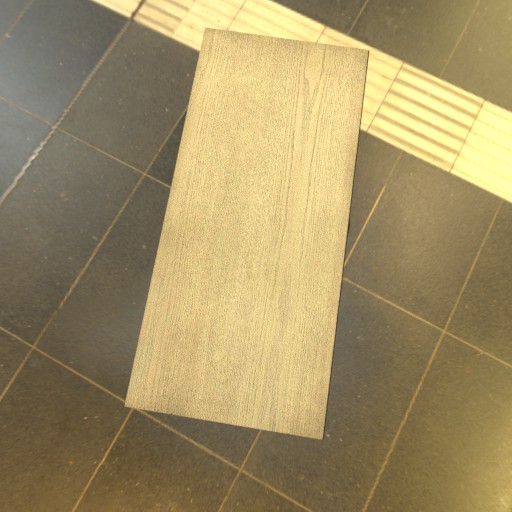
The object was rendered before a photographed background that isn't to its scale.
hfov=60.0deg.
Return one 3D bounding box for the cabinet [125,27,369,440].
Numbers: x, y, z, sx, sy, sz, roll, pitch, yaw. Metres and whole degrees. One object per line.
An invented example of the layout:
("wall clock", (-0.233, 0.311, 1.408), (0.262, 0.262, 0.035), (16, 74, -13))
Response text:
("cabinet", (0.000, 0.000, 1.241), (0.370, 0.787, 0.781), (9, 78, 2))
